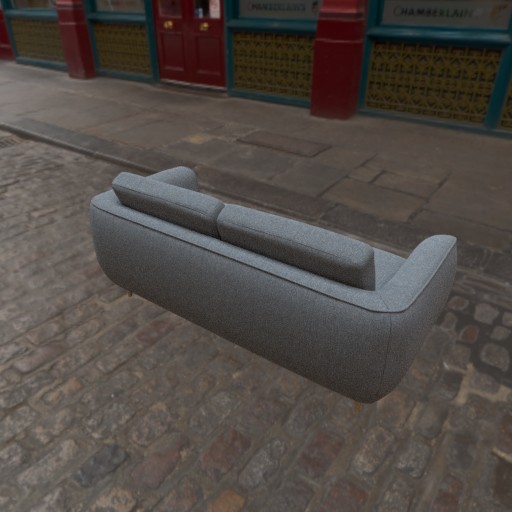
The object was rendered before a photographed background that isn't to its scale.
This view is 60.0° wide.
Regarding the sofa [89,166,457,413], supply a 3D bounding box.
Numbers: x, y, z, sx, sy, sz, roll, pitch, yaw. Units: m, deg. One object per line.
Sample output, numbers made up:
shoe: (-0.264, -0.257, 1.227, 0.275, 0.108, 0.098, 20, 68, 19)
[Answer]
sofa: (0.000, 0.000, 2.544, 2.000, 0.870, 0.920, 20, 35, 30)
